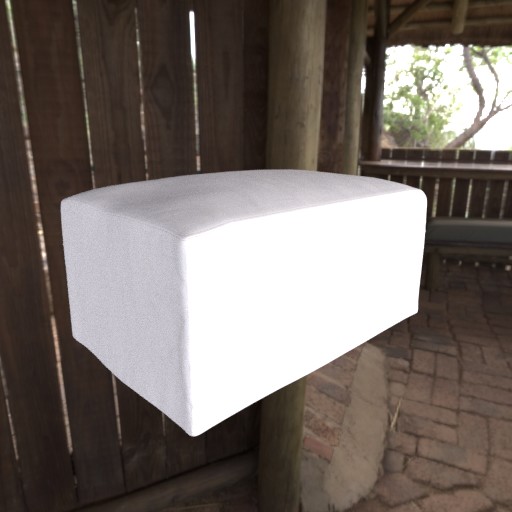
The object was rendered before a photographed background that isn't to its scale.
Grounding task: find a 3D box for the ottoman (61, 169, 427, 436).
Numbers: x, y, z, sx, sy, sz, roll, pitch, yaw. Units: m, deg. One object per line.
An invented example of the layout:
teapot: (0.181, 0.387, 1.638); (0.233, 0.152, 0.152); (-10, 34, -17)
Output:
ottoman: (0.000, 0.000, 1.234); (0.872, 0.444, 0.590); (-15, 22, -41)
